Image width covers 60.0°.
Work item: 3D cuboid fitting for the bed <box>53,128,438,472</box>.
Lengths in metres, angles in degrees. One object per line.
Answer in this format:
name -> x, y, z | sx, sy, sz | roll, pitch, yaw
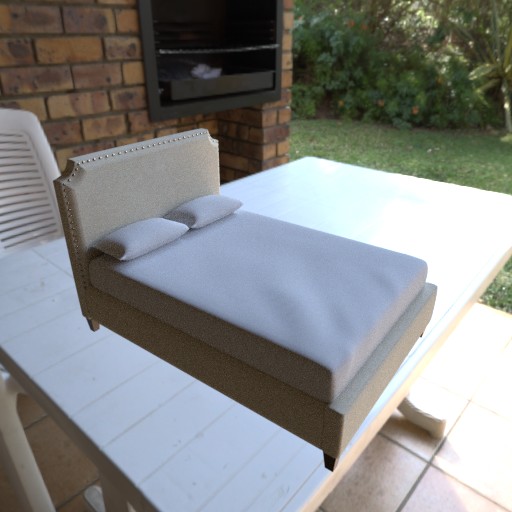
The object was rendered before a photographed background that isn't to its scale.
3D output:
bed -> 0.000, 0.000, 3.435 | 2.381, 1.457, 1.713 | 19, 32, 32
